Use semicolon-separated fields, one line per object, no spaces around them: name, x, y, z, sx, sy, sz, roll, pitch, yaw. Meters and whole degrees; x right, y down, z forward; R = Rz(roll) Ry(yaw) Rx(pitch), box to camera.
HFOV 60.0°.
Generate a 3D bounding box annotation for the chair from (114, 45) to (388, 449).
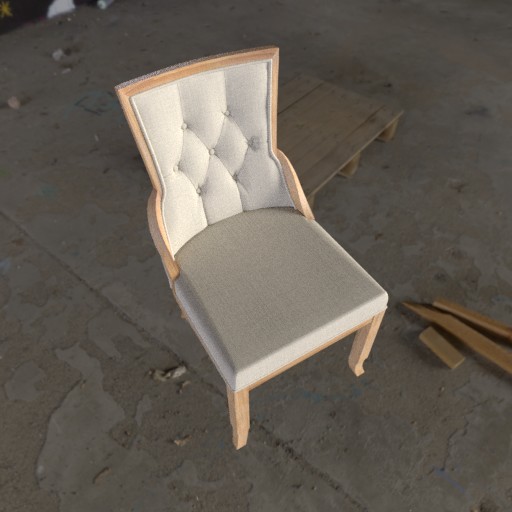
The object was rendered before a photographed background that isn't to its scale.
chair;0.000;0.000;1.335;0.524;0.947;0.641;-24;53;-20
